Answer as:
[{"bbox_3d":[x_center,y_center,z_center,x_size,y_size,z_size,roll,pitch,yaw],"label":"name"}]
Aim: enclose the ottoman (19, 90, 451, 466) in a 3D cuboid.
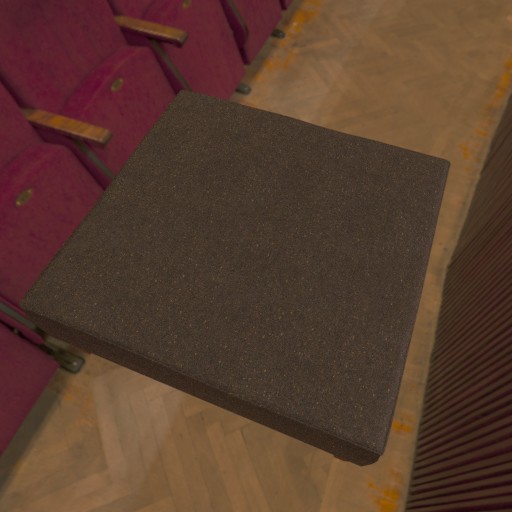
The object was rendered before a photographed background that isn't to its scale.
[{"bbox_3d":[0.000,0.000,1.456,1.004,0.382,0.968,19,60,11],"label":"ottoman"}]
